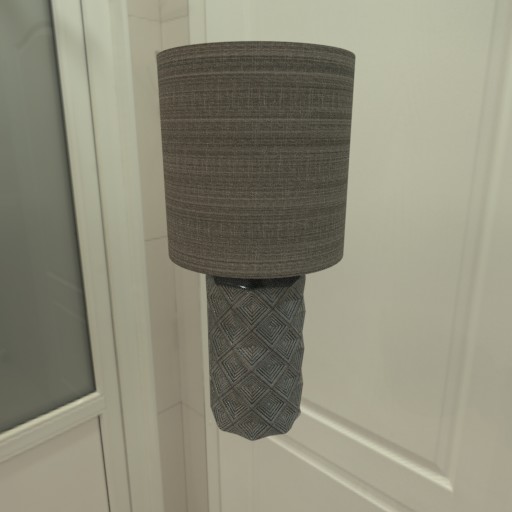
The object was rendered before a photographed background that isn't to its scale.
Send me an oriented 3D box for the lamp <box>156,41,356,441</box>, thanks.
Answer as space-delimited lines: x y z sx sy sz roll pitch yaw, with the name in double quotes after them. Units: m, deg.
0.000 0.000 0.691 0.268 0.566 0.269 15 22 41 "lamp"
